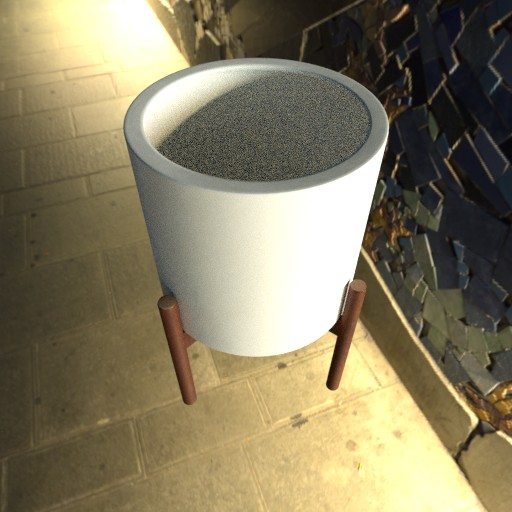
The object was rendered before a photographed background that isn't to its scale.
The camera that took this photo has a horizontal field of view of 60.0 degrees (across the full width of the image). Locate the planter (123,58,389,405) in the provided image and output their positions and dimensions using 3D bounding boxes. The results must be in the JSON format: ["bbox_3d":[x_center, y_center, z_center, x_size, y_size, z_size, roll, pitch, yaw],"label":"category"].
[{"bbox_3d":[0.000,0.000,0.953,0.417,0.670,0.417,-4,47,-4],"label":"planter"}]
